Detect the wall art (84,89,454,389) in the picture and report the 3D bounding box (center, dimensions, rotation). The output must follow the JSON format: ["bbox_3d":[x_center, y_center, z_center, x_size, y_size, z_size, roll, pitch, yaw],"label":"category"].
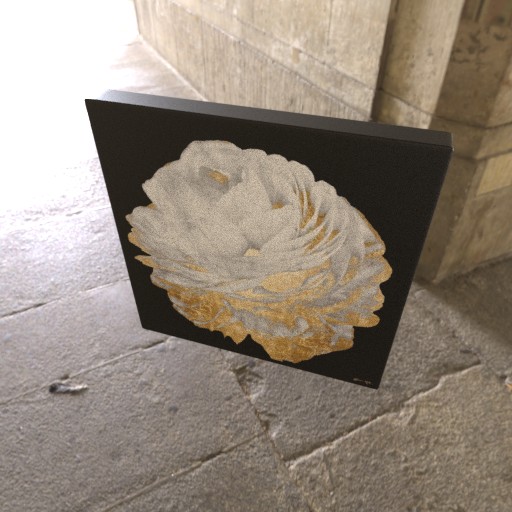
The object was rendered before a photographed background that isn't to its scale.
[{"bbox_3d":[0.000,0.000,0.611,0.406,0.407,0.041,12,42,13],"label":"wall art"}]
